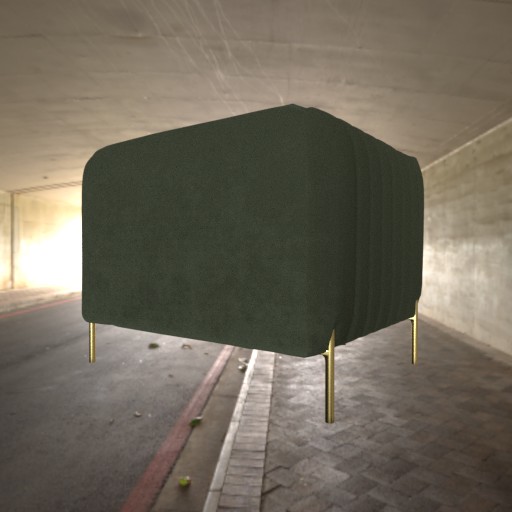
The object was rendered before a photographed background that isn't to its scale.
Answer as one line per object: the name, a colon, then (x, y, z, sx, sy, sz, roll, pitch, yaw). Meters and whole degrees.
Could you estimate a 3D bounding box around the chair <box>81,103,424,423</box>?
chair: (0.000, 0.000, 1.656, 1.032, 0.794, 0.877, 1, 1, 36)
